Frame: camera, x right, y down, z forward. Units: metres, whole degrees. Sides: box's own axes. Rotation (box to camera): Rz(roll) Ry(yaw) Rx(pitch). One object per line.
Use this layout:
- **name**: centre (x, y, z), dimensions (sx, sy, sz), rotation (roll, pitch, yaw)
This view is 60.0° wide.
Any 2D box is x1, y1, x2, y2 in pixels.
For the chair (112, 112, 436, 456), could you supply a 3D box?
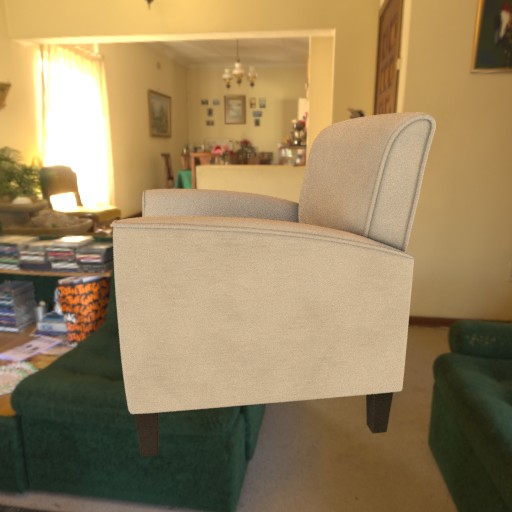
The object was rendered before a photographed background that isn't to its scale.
- **chair**: centre (0.000, 0.000, 1.509), dimensions (0.821, 0.915, 0.820), rotation (-2, 14, -8)
